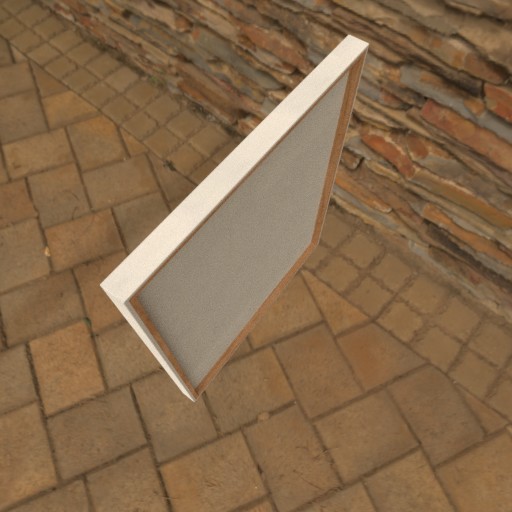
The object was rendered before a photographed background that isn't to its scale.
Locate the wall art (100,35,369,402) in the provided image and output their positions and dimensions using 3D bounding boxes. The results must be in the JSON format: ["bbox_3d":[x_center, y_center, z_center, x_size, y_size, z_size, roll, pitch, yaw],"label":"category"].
[{"bbox_3d":[0.000,0.000,0.828,0.037,0.606,0.508,33,67,16],"label":"wall art"}]
